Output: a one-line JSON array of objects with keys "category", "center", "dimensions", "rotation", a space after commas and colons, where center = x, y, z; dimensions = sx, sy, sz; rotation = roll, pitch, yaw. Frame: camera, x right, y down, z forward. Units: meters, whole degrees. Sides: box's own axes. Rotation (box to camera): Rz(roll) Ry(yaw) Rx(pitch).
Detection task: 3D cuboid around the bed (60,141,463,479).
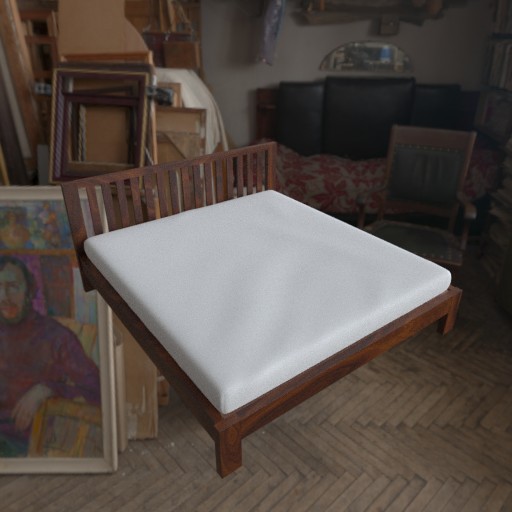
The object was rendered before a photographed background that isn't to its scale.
[{"category": "bed", "center": [0.000, 0.000, 3.095], "dimensions": [1.905, 0.890, 2.030], "rotation": [-20, 34, -31]}]
